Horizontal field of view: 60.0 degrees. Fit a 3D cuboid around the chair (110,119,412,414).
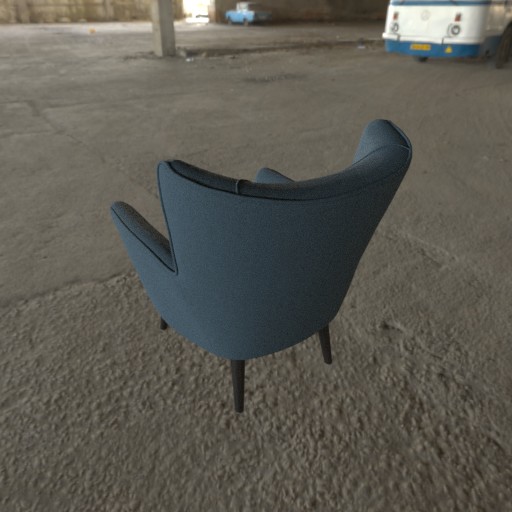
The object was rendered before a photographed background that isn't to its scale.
[{"bbox_3d":[0.000,0.000,1.583,0.781,0.933,0.888,-19,35,-29],"label":"chair"}]
